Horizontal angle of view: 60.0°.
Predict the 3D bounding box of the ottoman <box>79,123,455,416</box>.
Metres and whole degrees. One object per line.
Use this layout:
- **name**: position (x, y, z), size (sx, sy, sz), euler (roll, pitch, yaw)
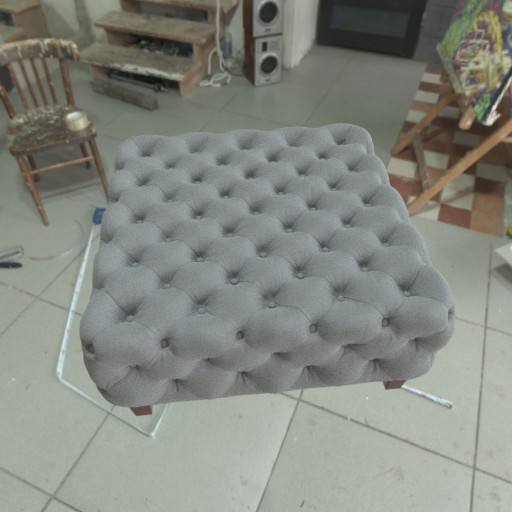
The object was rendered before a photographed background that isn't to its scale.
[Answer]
- **ottoman**: position (0.000, 0.000, 1.419), size (0.911, 0.439, 0.917), euler (-5, 46, -4)
